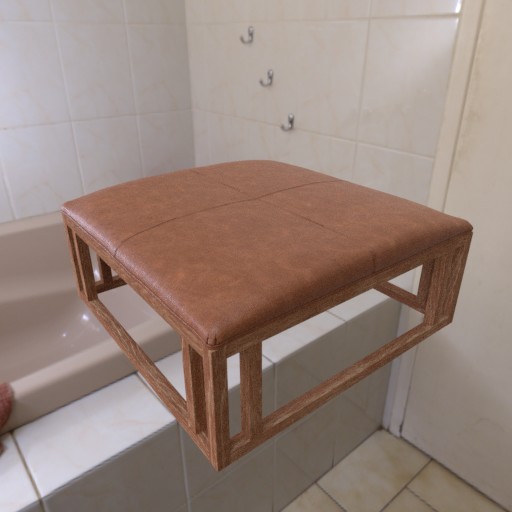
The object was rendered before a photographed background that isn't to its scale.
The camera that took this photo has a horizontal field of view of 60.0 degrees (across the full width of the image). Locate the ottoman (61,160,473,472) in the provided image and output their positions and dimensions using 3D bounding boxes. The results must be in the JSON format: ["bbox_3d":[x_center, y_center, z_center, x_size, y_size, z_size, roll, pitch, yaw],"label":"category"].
[{"bbox_3d":[0.000,0.000,1.584,1.013,0.442,1.016,-19,32,-33],"label":"ottoman"}]
